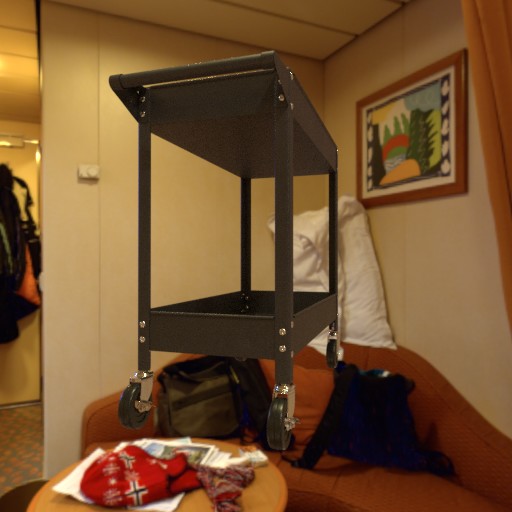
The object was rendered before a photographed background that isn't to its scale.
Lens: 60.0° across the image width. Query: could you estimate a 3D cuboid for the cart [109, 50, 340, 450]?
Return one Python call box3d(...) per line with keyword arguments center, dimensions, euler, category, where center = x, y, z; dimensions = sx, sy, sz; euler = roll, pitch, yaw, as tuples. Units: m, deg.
box3d(center=(0.000, 0.000, 1.167), dimensions=(0.366, 0.719, 0.779), euler=(0, 0, 18), category="cart")
